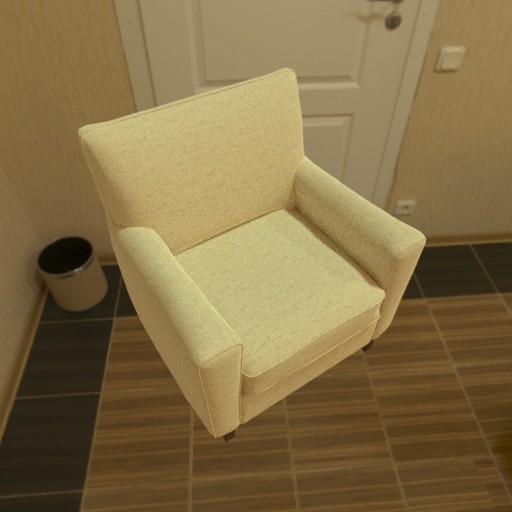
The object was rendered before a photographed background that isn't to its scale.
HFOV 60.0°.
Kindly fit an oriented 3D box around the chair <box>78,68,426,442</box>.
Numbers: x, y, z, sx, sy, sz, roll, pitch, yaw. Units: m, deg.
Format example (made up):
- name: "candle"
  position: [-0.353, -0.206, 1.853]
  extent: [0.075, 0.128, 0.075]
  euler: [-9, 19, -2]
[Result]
- name: "chair"
  position: [0.000, 0.000, 1.630]
  extent: [0.870, 0.943, 0.823]
  euler: [-26, 52, -22]
